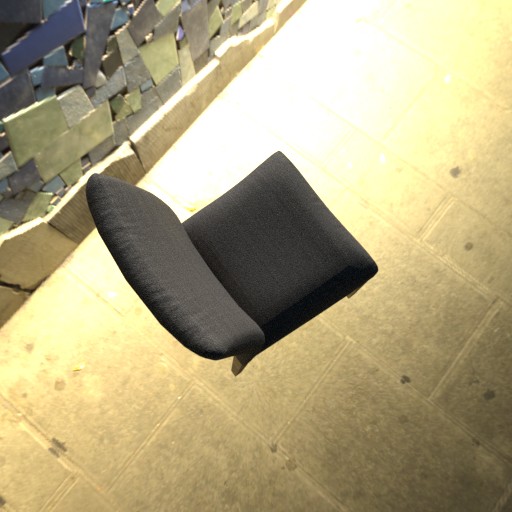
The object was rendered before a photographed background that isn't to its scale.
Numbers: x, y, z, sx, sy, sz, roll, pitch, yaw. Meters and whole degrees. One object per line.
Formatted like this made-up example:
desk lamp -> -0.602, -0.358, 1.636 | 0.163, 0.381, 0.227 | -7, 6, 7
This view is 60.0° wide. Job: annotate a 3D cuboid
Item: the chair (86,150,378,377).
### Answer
chair -> 0.000, 0.000, 1.285 | 0.585, 0.940, 0.496 | -35, 77, -9
